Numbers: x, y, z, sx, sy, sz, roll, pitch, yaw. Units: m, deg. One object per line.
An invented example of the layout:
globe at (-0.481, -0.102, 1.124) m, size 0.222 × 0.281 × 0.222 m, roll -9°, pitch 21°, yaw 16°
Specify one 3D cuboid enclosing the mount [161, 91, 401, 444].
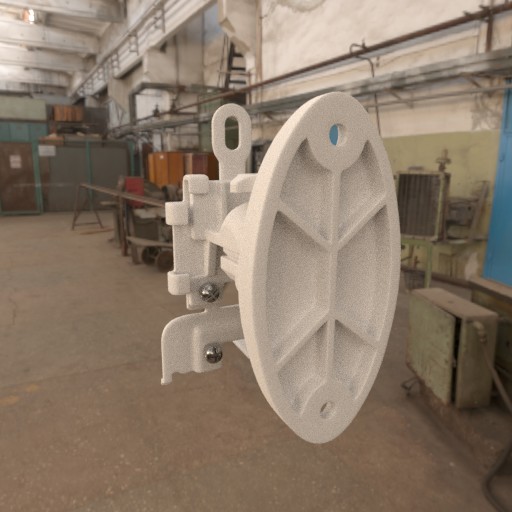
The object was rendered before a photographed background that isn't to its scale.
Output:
mount at (0.000, 0.000, 0.172) m, size 0.066 × 0.118 × 0.100 m, roll -6°, pitch 13°, yaw -26°
